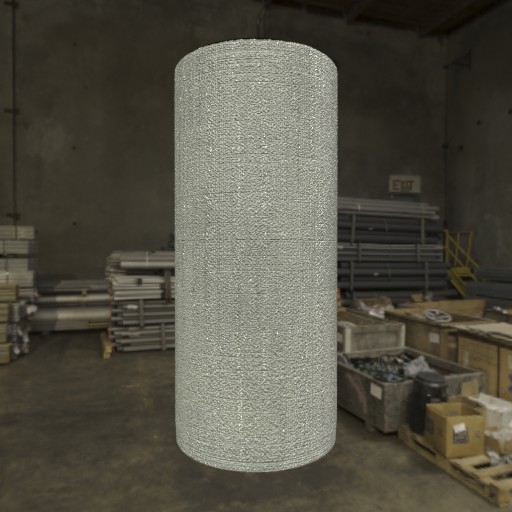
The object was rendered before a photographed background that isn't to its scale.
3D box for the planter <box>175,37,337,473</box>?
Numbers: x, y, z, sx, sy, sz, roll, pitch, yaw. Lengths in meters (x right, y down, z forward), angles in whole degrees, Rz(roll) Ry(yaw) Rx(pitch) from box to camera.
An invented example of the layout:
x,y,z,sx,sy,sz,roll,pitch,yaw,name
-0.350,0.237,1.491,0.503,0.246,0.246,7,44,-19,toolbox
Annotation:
x,y,z,sx,sy,sz,roll,pitch,yaw,name
0.000,0.000,0.126,0.045,0.103,0.045,0,1,-18,planter
